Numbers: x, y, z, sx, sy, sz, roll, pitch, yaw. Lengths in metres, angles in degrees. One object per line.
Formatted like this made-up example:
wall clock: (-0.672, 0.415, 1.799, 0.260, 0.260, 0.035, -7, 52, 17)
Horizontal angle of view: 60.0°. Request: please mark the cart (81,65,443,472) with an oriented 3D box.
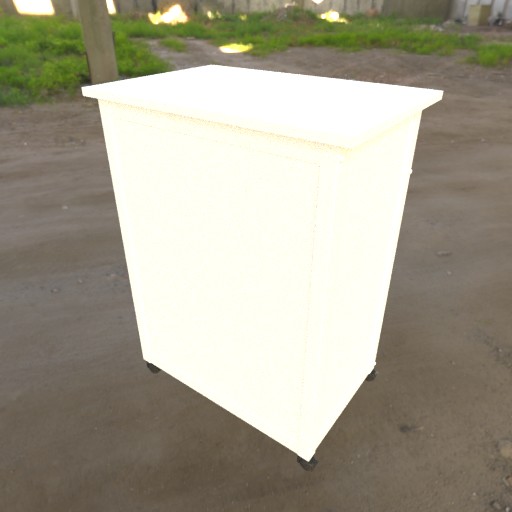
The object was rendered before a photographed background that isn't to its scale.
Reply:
cart: (0.000, 0.000, 1.203, 0.683, 0.864, 0.442, 21, 37, 31)
